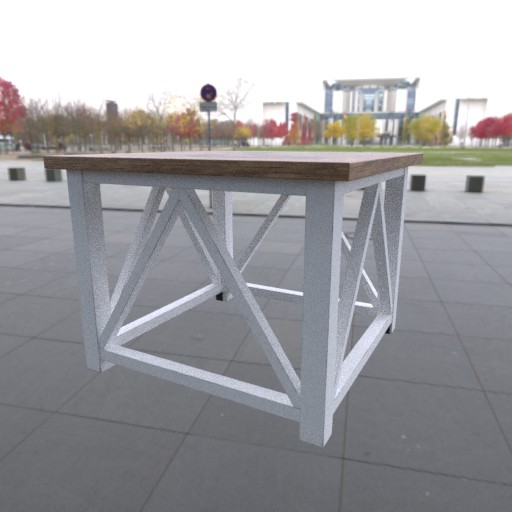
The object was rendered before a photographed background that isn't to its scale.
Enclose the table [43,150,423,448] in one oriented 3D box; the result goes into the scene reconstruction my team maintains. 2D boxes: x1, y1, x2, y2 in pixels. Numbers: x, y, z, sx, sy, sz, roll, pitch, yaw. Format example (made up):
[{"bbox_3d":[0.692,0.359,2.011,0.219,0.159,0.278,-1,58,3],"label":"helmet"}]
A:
[{"bbox_3d":[0.000,0.000,1.188,0.700,0.532,0.700,8,16,28],"label":"table"}]
